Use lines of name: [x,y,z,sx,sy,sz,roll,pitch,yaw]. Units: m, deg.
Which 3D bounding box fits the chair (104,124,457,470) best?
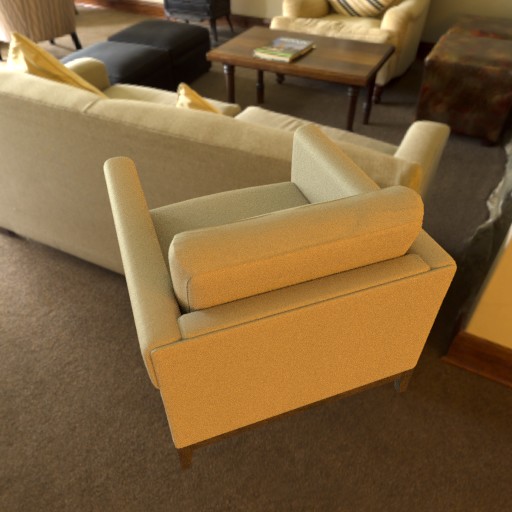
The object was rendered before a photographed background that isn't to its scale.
chair: [0.000,0.000,1.634,0.914,0.838,0.959,-14,44,-15]
